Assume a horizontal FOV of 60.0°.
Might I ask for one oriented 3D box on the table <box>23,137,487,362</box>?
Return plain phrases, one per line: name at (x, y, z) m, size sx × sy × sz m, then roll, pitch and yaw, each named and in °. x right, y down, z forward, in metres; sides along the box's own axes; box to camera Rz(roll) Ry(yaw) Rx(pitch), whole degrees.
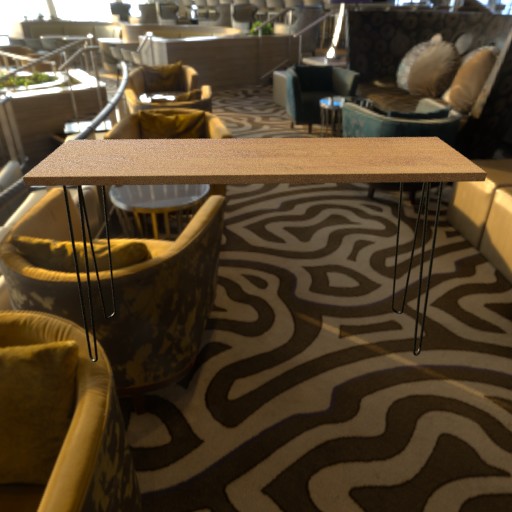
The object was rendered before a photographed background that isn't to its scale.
table at (0.000, 0.000, 1.707) m, size 1.400 × 0.799 × 0.399 m, roll -1°, pitch 30°, yaw -1°
